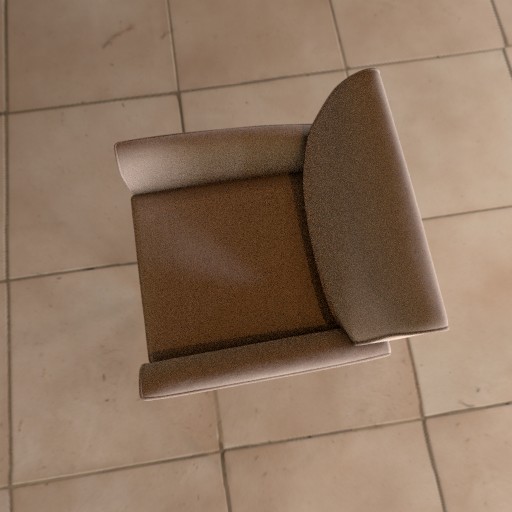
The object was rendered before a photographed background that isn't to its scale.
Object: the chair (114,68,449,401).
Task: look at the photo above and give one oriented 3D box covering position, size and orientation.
[{"bbox_3d":[0.000,0.000,1.535,0.820,0.915,0.820,-9,76,-2],"label":"chair"}]
